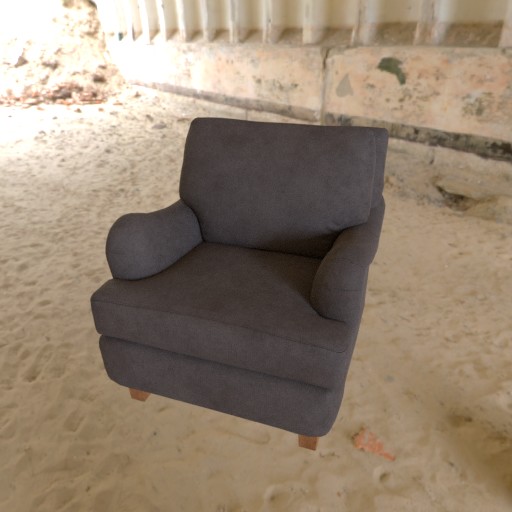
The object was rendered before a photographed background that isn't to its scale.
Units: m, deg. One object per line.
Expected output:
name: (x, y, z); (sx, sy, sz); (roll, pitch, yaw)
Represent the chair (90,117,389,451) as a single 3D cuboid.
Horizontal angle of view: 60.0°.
chair: (0.000, 0.000, 1.839); (0.955, 0.997, 1.070); (9, 28, 17)
